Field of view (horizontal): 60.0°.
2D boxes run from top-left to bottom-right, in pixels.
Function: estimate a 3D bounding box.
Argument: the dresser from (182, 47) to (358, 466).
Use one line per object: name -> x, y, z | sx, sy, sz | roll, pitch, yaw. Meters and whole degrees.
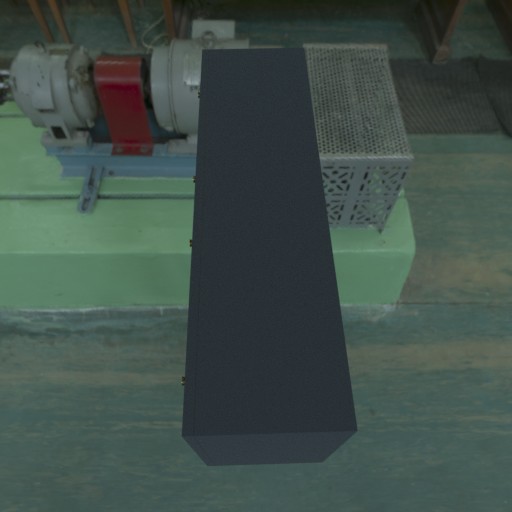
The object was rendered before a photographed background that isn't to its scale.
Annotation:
dresser -> 0.000, 0.000, 1.879 | 0.463, 0.872, 1.558 | -1, 59, -1
